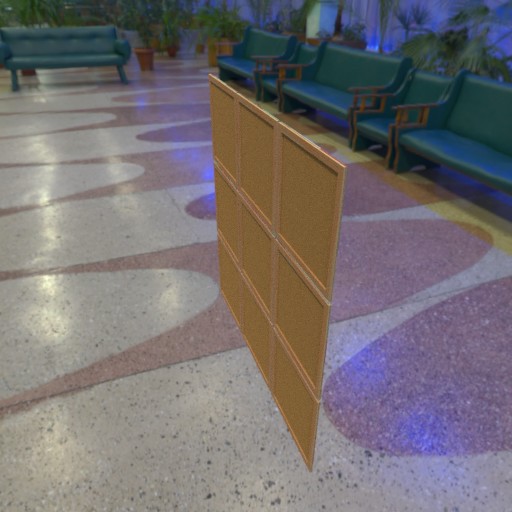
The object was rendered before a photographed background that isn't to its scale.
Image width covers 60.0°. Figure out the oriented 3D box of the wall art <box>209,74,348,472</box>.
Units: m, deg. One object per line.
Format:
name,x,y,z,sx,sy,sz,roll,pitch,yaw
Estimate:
wall art,0.000,0.000,2.295,0.013,1.519,1.521,-11,34,-17
